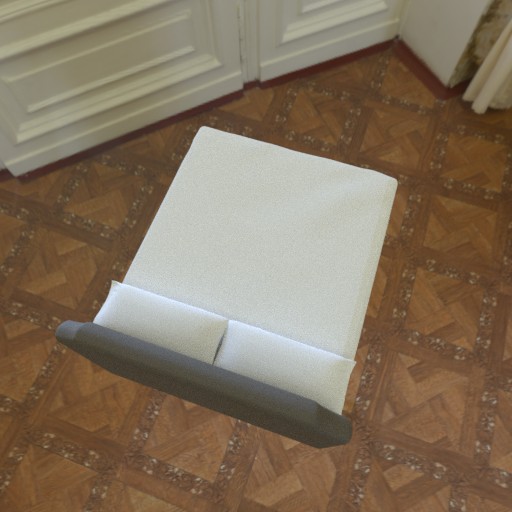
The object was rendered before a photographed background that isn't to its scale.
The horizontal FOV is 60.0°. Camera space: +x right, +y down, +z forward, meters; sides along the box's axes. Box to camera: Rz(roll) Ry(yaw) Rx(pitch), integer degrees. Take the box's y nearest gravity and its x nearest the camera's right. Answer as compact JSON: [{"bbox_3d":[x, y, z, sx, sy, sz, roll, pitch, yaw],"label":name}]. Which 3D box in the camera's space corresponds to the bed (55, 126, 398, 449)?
[{"bbox_3d":[0.000,0.000,3.856,2.194,1.561,2.536,17,67,8],"label":"bed"}]
